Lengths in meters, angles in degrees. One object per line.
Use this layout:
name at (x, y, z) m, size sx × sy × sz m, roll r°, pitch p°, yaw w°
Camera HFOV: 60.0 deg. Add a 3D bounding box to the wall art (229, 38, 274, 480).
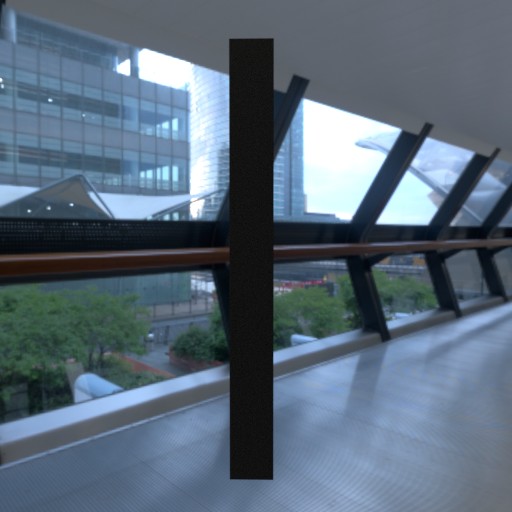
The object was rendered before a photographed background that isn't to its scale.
wall art at (0.000, 0.000, 0.460) m, size 0.030 × 0.305 × 0.308 m, roll 0°, pitch 2°, yaw 1°
